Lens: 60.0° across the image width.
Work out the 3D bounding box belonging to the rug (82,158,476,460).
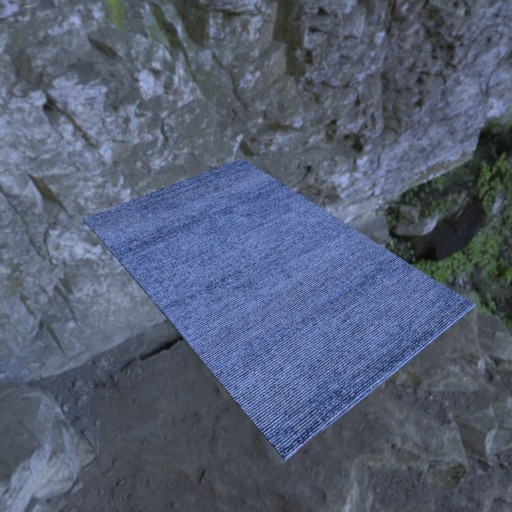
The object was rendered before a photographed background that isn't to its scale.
[{"bbox_3d":[0.000,0.000,2.290,1.159,0.025,1.793,-27,47,-28],"label":"rug"}]
